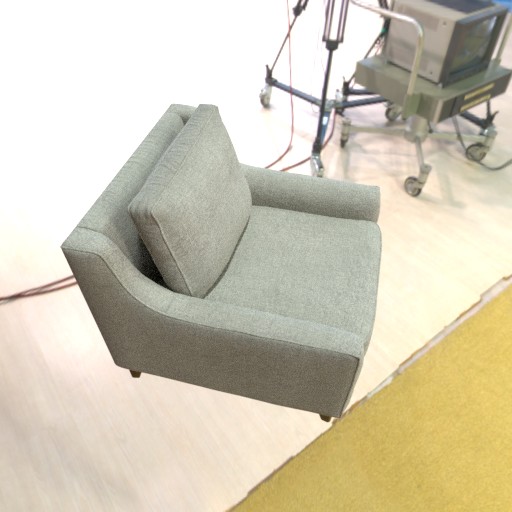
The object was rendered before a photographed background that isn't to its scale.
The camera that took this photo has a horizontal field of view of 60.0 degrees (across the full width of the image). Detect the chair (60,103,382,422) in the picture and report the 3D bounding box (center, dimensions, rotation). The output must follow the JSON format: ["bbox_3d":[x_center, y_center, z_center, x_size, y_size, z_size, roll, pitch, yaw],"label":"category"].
[{"bbox_3d":[0.000,0.000,1.656,0.918,0.864,0.838,11,48,10],"label":"chair"}]
